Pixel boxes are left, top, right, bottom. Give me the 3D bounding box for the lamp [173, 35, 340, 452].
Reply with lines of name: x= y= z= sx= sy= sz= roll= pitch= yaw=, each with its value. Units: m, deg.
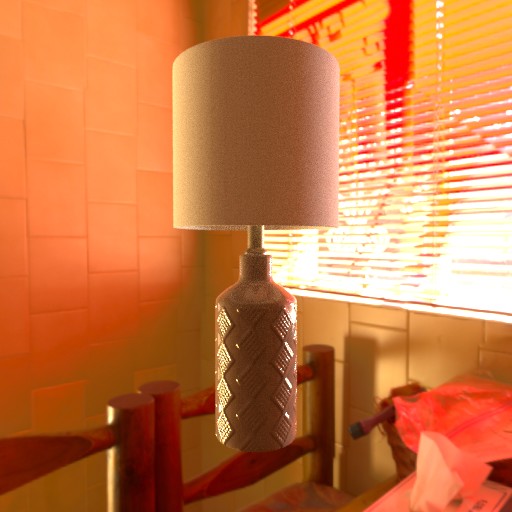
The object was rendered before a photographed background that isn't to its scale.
lamp: x=0.000 y=0.000 z=0.565 sx=0.207 sy=0.461 sz=0.207 roll=1 pitch=2 yaw=19
